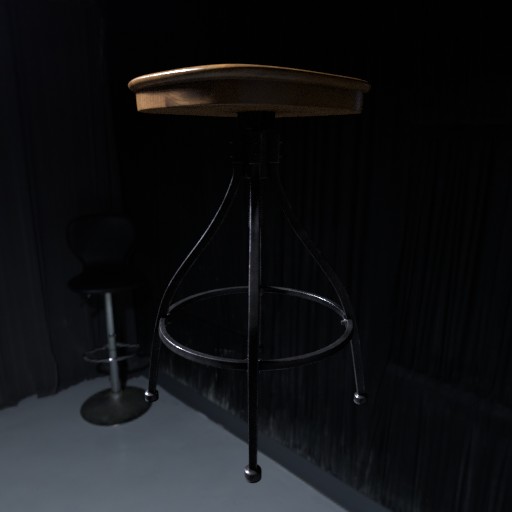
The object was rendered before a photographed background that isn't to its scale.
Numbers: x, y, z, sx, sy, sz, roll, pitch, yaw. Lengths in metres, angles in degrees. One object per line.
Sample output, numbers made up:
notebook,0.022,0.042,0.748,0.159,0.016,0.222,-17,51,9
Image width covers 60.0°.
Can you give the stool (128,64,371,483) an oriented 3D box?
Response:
stool,0.000,0.000,0.944,0.432,0.694,0.424,-14,20,-42
